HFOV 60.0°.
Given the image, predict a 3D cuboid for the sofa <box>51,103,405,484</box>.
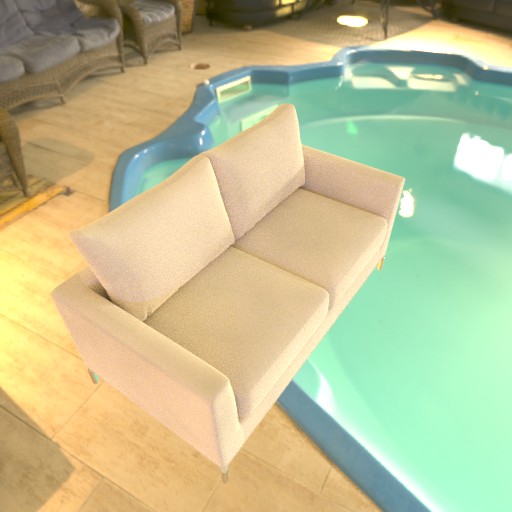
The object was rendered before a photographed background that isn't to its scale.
[{"bbox_3d":[0.000,0.000,2.310,0.906,0.995,1.739,25,47,26],"label":"sofa"}]
